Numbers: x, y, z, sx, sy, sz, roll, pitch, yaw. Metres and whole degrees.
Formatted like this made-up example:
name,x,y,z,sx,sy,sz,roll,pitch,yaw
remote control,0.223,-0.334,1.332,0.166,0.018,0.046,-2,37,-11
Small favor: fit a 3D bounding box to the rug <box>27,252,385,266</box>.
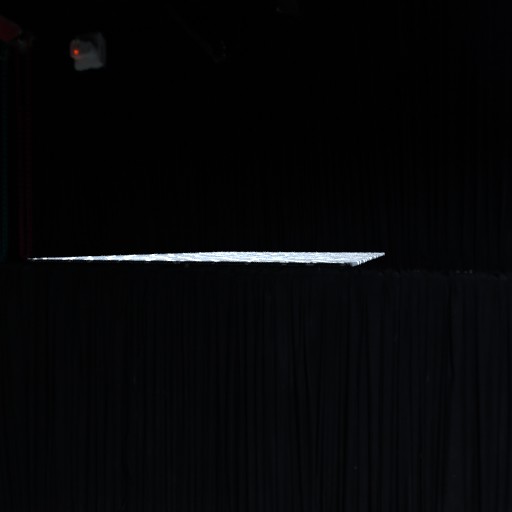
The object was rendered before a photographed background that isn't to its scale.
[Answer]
name,x,y,z,sx,sy,sz,roll,pitch,yaw
rug,0.000,0.000,2.338,1.223,0.013,1.830,0,1,19
